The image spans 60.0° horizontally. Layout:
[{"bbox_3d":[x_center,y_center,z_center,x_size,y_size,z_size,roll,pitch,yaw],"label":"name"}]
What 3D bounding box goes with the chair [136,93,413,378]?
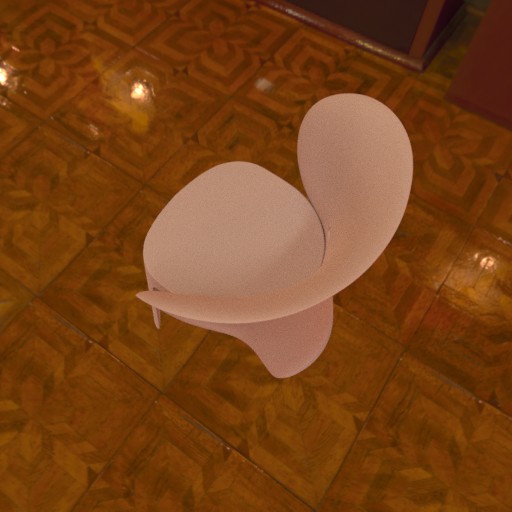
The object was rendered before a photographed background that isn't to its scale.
[{"bbox_3d":[0.000,0.000,0.844,0.402,0.554,0.451,34,69,15],"label":"chair"}]
